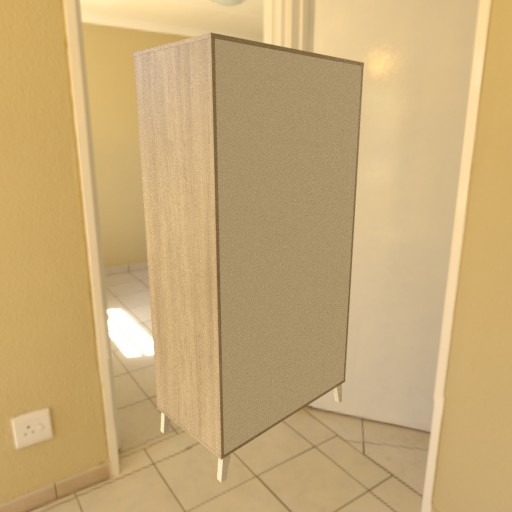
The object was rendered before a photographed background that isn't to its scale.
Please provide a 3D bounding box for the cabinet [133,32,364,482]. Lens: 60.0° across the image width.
[{"bbox_3d":[0.000,0.000,2.422,1.006,1.999,0.571,-14,21,-42],"label":"cabinet"}]
